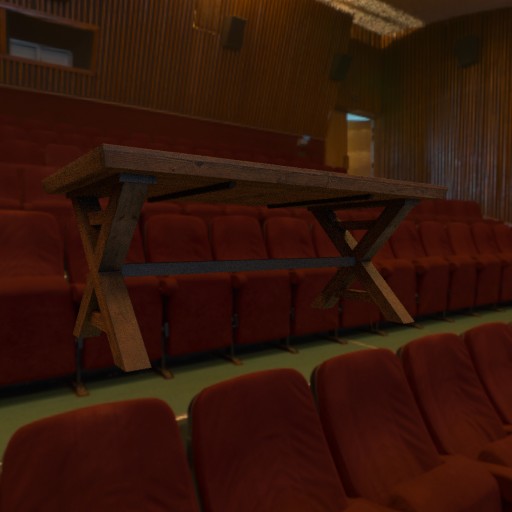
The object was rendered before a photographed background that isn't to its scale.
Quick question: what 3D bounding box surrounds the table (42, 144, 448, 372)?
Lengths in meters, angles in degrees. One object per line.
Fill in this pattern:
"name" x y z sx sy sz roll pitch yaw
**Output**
"table" 0.000 0.000 2.445 1.966 0.793 1.071 -1 2 -35
